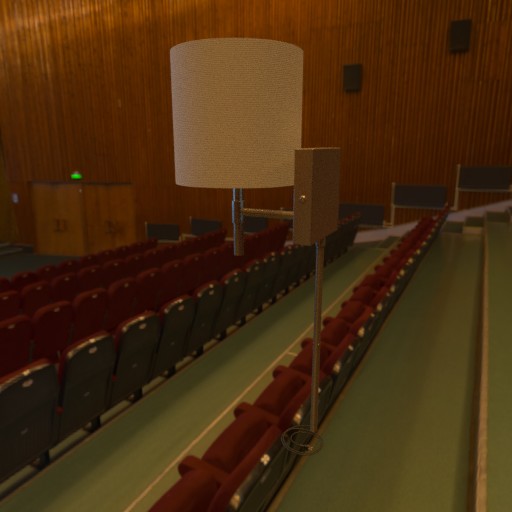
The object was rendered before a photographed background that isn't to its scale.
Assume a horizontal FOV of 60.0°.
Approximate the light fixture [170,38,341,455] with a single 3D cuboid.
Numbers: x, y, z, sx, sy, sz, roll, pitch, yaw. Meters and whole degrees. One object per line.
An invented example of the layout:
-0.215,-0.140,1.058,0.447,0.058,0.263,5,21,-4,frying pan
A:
0.000,0.000,0.691,0.248,0.589,0.188,7,16,25,light fixture
